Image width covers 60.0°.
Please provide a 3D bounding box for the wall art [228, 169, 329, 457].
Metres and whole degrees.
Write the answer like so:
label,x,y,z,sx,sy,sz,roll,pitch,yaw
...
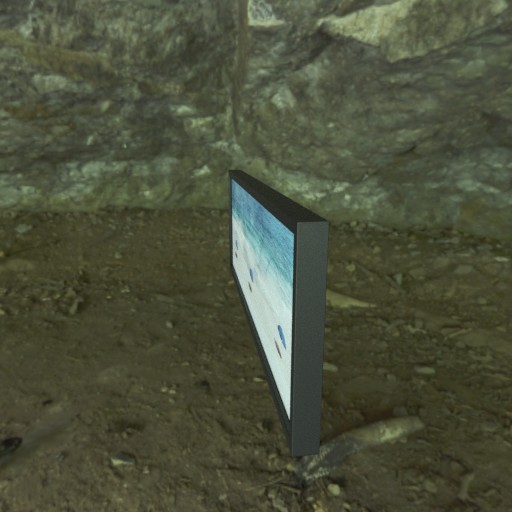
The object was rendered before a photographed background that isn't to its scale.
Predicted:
label,x,y,z,sx,sy,sz,roll,pitch,yaw
wall art,0.000,0.000,0.939,0.037,0.303,0.860,-2,15,-8
